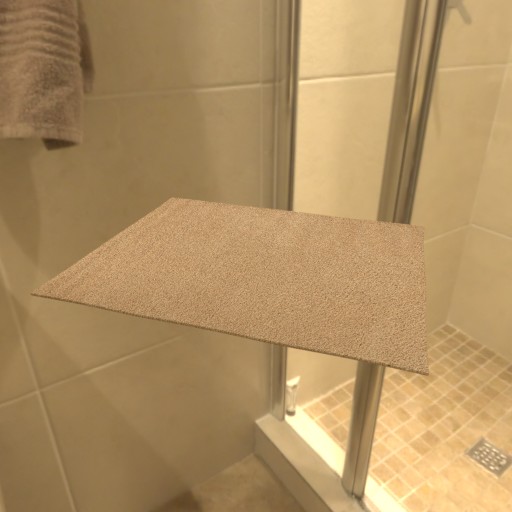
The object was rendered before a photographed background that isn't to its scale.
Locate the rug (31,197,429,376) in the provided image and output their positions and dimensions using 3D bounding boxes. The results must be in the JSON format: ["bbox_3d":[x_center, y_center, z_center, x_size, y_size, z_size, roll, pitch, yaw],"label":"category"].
[{"bbox_3d":[0.000,0.000,4.139,3.000,0.026,2.400,8,28,16],"label":"rug"}]
